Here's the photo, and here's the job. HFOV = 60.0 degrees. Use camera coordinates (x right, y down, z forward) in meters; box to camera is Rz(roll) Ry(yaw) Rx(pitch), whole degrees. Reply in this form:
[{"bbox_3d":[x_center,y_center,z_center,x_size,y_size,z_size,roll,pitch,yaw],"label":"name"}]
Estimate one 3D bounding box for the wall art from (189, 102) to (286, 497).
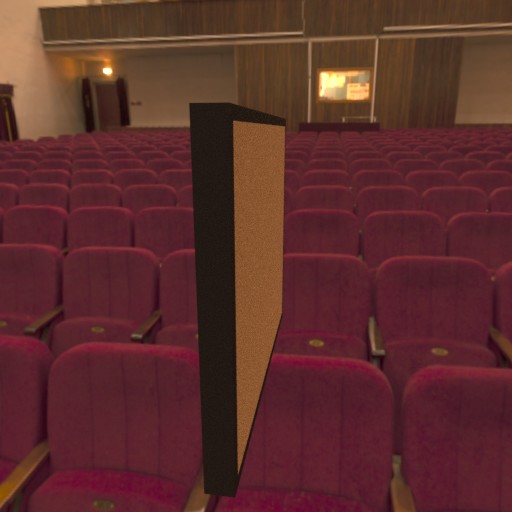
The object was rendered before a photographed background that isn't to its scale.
[{"bbox_3d":[0.000,0.000,0.532,0.028,0.325,0.397,3,16,9],"label":"wall art"}]
